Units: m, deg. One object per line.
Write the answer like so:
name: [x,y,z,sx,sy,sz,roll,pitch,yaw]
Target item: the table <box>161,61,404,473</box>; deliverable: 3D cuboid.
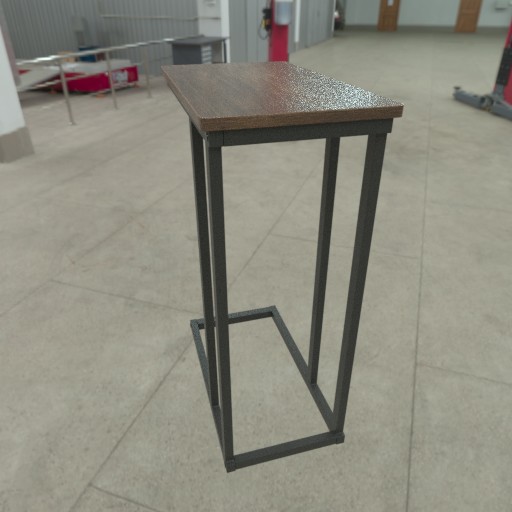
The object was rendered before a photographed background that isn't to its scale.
table: [0.000,0.000,0.857,0.254,0.637,0.450,-8,31,-14]
